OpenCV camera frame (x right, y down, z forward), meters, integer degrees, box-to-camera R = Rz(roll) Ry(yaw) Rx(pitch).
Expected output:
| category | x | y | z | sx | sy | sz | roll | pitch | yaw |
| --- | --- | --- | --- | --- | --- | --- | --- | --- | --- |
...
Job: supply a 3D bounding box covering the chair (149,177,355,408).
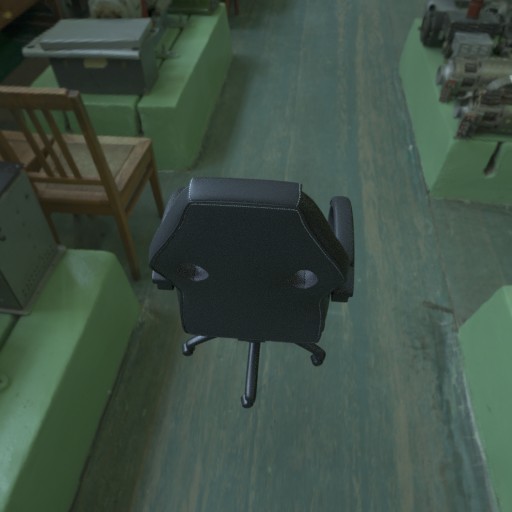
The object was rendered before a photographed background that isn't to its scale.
| category | x | y | z | sx | sy | sz | roll | pitch | yaw |
| --- | --- | --- | --- | --- | --- | --- | --- | --- | --- |
| chair | 0.000 | 0.000 | 1.653 | 0.673 | 1.187 | 0.724 | 4 | 48 | 3 |
